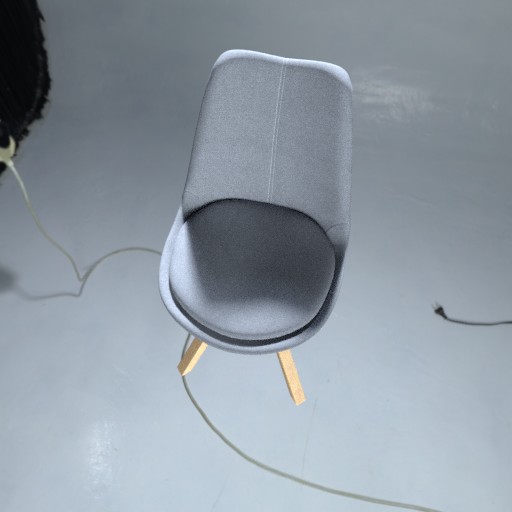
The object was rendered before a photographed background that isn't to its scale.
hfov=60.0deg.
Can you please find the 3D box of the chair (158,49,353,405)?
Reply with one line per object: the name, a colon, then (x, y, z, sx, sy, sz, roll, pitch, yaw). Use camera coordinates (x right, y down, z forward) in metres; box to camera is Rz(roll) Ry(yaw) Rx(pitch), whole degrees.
chair: (0.000, 0.000, 1.213, 0.474, 0.863, 0.549, 12, 58, 8)
